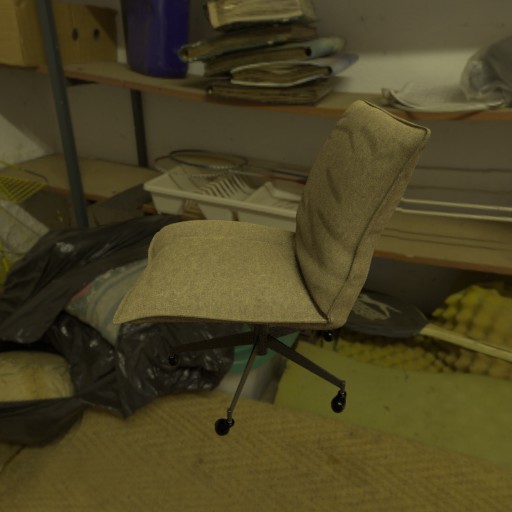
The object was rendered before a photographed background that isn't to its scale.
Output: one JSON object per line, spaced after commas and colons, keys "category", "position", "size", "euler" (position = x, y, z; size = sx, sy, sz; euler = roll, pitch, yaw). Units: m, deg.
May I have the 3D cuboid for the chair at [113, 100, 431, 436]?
{"category": "chair", "position": [0.000, 0.000, 1.278], "size": [0.696, 0.811, 0.597], "euler": [0, 25, 0]}
